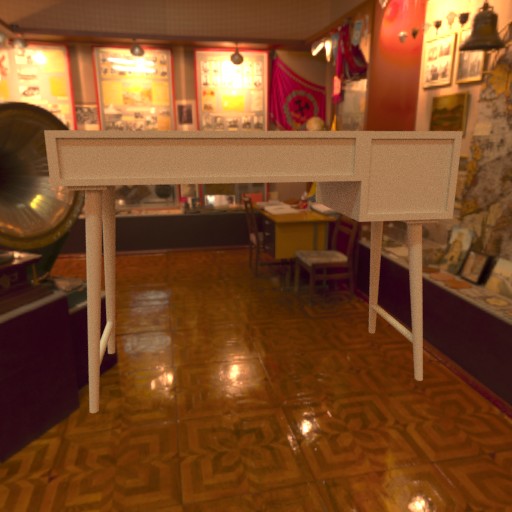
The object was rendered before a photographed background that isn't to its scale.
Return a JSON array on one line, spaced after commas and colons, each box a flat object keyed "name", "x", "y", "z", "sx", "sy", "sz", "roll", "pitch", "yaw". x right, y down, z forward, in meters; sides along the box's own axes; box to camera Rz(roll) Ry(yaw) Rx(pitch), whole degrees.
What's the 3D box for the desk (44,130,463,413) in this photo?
[{"name": "desk", "x": 0.000, "y": 0.000, "z": 1.409, "sx": 1.069, "sy": 0.761, "sz": 0.409, "roll": -3, "pitch": 15, "yaw": -10}]
